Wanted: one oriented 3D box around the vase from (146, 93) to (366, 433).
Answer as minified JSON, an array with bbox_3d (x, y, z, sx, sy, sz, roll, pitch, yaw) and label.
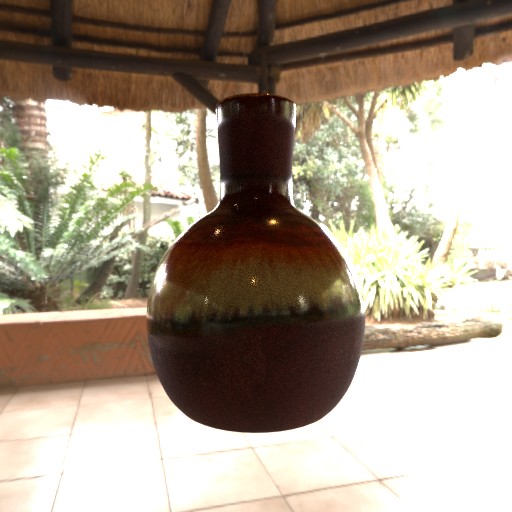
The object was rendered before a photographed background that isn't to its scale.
[{"bbox_3d":[0.000,0.000,0.230,0.111,0.154,0.111,0,1,0],"label":"vase"}]
